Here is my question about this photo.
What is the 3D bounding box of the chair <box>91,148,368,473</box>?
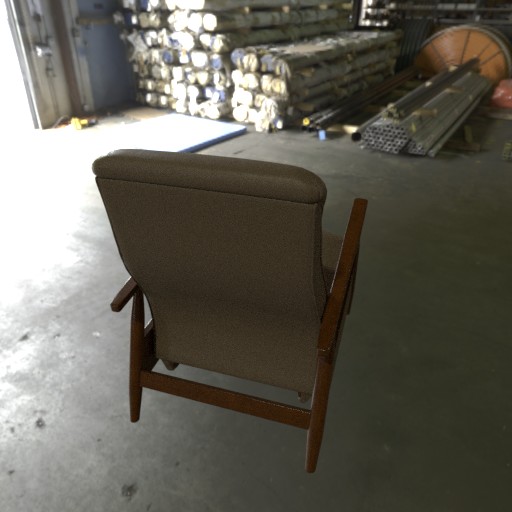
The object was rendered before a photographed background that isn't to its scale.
[{"bbox_3d":[0.000,0.000,1.765,0.762,1.082,1.014,9,32,15],"label":"chair"}]
